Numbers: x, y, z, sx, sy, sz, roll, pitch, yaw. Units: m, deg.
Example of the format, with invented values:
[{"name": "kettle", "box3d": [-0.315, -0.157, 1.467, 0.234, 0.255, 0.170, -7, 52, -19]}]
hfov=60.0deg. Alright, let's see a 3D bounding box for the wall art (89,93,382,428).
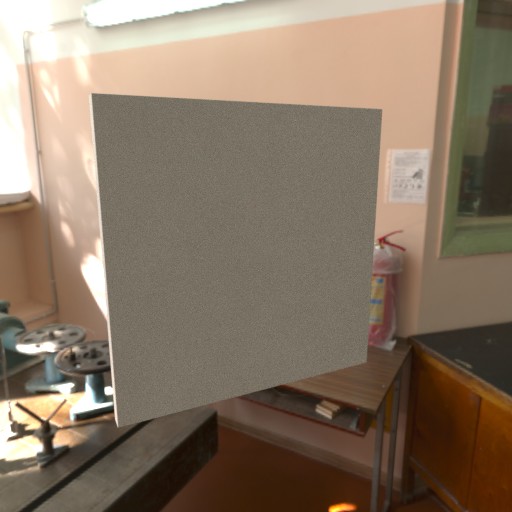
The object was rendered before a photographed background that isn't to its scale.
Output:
[{"name": "wall art", "box3d": [0.000, 0.000, 1.162, 0.762, 0.762, 0.040, -7, 15, -26]}]
